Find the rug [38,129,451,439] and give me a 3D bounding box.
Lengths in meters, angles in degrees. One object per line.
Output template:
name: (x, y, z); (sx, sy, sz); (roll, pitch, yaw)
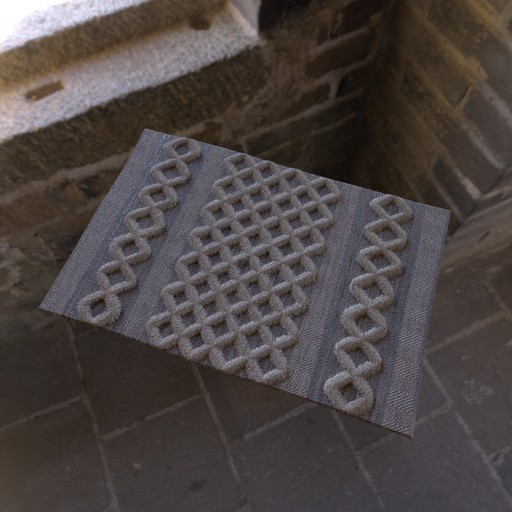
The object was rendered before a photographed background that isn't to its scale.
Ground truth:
rug: (0.000, 0.000, 2.276); (1.823, 0.030, 1.222); (17, 64, 8)
